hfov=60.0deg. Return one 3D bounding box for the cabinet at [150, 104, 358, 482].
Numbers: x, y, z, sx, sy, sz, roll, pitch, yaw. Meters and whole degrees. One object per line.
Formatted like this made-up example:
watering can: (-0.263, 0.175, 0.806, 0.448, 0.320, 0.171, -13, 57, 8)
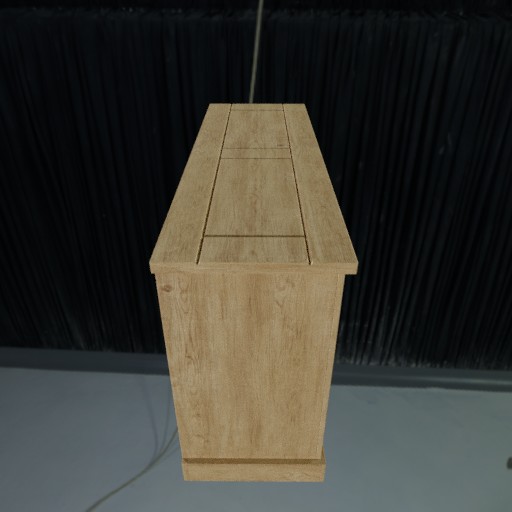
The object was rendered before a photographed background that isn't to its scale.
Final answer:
cabinet: (0.000, 0.000, 1.691, 0.432, 0.810, 1.321, 0, 33, 0)
